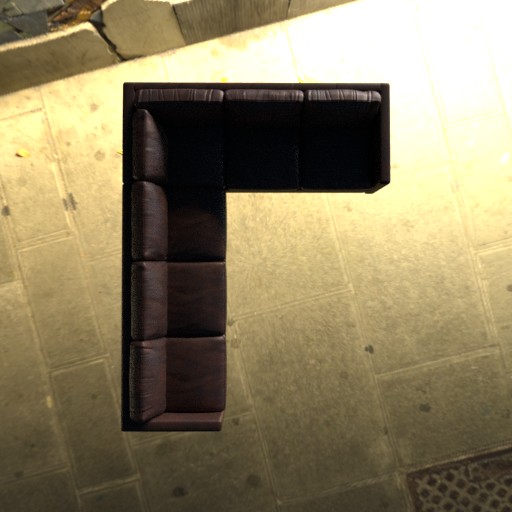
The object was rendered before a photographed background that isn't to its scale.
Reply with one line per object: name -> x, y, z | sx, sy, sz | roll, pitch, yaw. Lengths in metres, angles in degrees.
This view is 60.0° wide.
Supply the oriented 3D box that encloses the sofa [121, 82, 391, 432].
sofa -> 0.000, 0.000, 4.262 | 2.438, 0.836, 3.152 | 0, 89, 0
